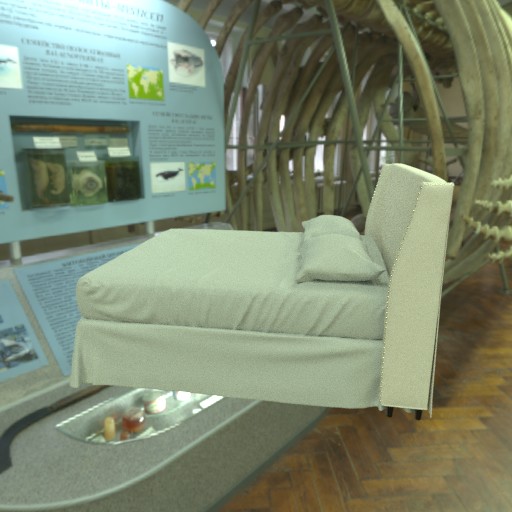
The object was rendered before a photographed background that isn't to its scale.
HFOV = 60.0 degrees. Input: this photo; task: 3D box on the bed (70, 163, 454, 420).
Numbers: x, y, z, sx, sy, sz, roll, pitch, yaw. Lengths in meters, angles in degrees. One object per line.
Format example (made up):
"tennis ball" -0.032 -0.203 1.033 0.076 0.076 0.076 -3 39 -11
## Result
"bed" 0.000 0.000 3.356 2.276 1.332 1.925 2 15 9
